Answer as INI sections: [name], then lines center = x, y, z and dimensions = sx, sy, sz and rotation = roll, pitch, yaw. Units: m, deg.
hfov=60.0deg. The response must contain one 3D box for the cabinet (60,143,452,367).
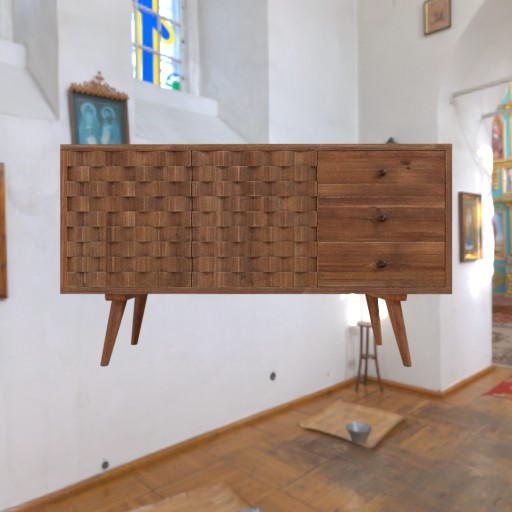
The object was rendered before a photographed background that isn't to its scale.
[cabinet]
center = 0.000, 0.000, 1.794
dimensions = 1.400, 0.800, 0.472
rotation = 0, 0, 0
